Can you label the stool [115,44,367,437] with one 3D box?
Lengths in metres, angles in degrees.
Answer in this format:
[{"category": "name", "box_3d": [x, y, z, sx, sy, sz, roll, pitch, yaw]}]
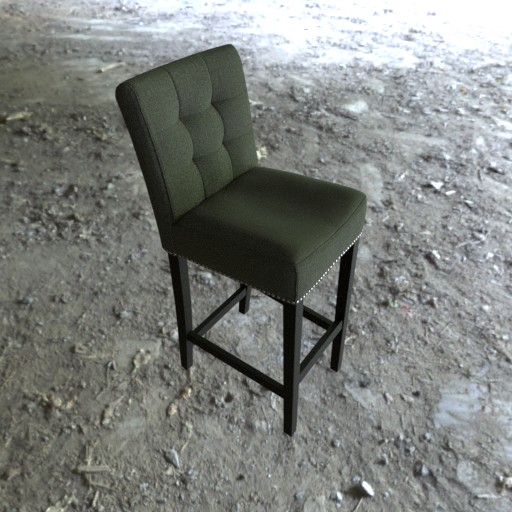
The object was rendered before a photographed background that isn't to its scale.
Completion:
[{"category": "stool", "box_3d": [0.000, 0.000, 1.340, 0.548, 1.047, 0.411, 26, 47, 27]}]
